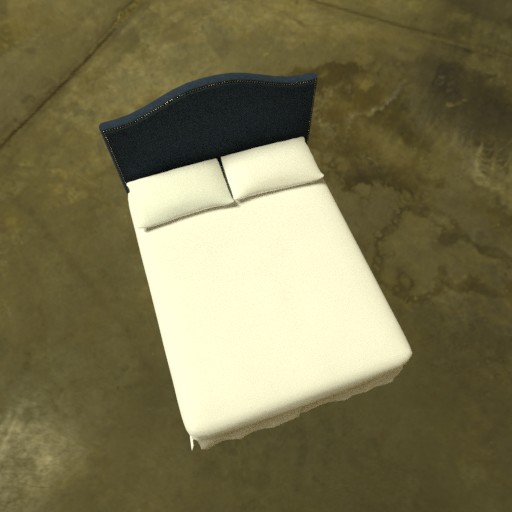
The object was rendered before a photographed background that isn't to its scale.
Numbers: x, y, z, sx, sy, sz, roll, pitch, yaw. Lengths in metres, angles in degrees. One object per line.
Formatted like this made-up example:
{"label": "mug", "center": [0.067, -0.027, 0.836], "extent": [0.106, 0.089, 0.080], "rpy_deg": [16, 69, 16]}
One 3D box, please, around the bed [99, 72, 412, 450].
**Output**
{"label": "bed", "center": [0.000, 0.000, 3.245], "extent": [1.713, 1.518, 2.153], "rpy_deg": [-17, 63, -9]}
